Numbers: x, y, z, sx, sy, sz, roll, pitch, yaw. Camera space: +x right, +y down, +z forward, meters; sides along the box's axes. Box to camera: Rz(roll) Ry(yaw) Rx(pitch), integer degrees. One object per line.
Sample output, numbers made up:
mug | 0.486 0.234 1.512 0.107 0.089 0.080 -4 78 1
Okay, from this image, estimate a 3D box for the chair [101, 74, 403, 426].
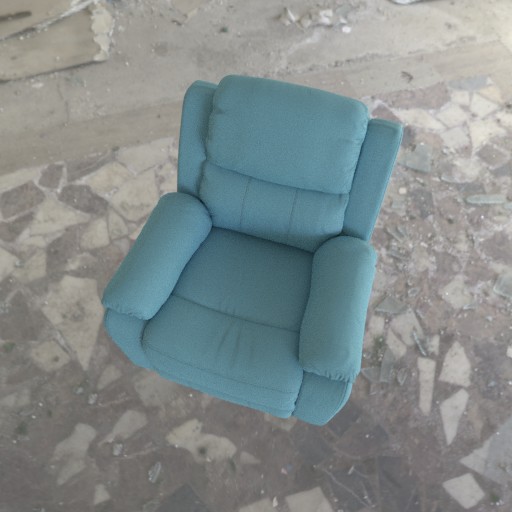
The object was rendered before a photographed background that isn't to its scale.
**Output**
chair | 0.000 0.000 1.257 0.680 0.702 0.709 15 59 9
